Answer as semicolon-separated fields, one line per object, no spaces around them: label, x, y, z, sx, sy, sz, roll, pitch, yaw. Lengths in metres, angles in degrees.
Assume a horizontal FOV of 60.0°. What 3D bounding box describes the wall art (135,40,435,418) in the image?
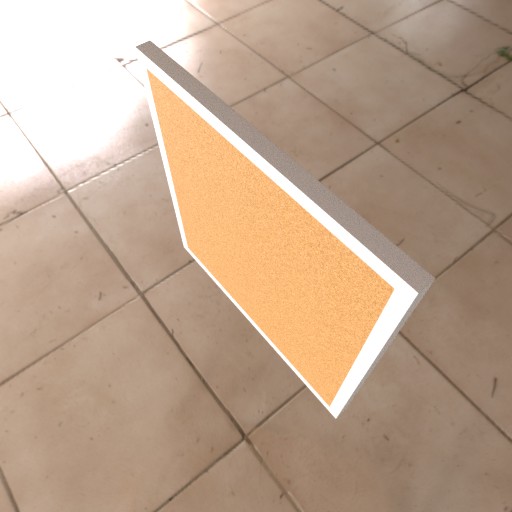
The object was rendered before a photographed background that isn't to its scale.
wall art;0.000;0.000;1.107;0.038;0.762;0.762;-35;64;-20
